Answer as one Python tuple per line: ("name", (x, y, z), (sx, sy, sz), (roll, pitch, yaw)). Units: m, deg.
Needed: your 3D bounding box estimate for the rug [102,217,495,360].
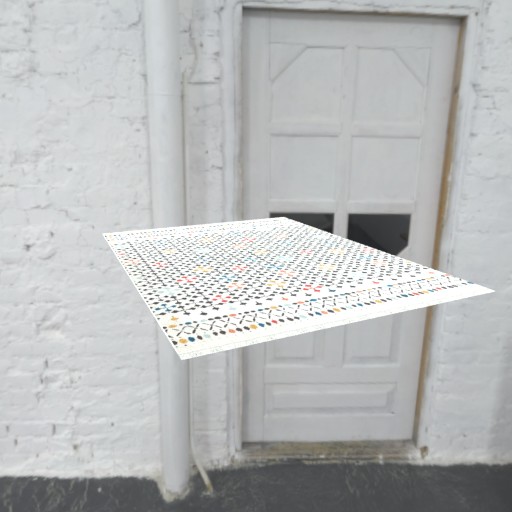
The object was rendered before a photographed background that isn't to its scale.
("rug", (0.000, 0.000, 4.133), (2.354, 0.007, 3.196), (-7, 17, -24))
